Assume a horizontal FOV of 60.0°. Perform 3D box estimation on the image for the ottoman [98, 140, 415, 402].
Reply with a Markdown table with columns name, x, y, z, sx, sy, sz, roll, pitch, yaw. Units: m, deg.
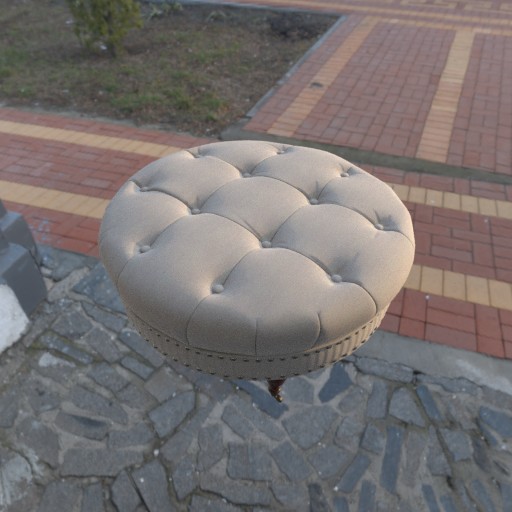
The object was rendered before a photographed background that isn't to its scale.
| name | x | y | z | sx | sy | sz | roll | pitch | yaw |
| --- | --- | --- | --- | --- | --- | --- | --- | --- | --- |
| ottoman | 0.000 | 0.000 | 1.392 | 0.901 | 0.439 | 0.901 | 0 | 41 | 0 |
